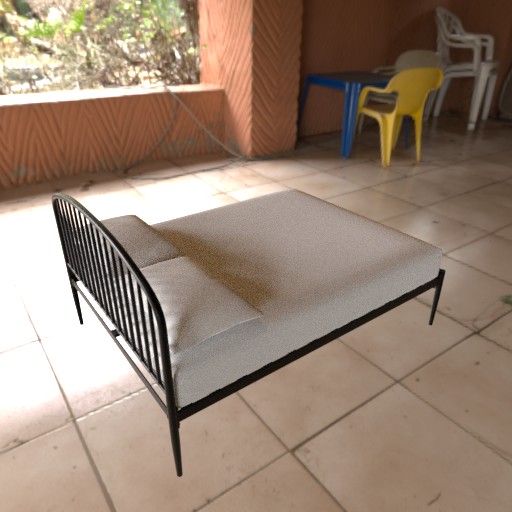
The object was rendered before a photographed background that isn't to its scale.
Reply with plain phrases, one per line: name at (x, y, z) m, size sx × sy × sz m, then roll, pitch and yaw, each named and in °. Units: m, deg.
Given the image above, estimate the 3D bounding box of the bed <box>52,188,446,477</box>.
bed at (0.000, 0.000, 3.082) m, size 2.159 × 1.166 × 1.618 m, roll -19°, pitch 33°, yaw -32°
